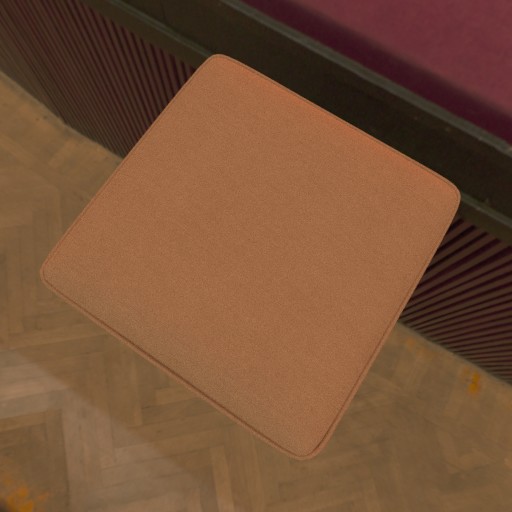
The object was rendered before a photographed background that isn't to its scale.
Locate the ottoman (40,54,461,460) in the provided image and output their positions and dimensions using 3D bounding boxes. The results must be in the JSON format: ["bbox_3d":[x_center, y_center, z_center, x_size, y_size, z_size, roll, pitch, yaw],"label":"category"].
[{"bbox_3d":[0.000,0.000,1.015,0.616,0.438,0.613,32,78,8],"label":"ottoman"}]
